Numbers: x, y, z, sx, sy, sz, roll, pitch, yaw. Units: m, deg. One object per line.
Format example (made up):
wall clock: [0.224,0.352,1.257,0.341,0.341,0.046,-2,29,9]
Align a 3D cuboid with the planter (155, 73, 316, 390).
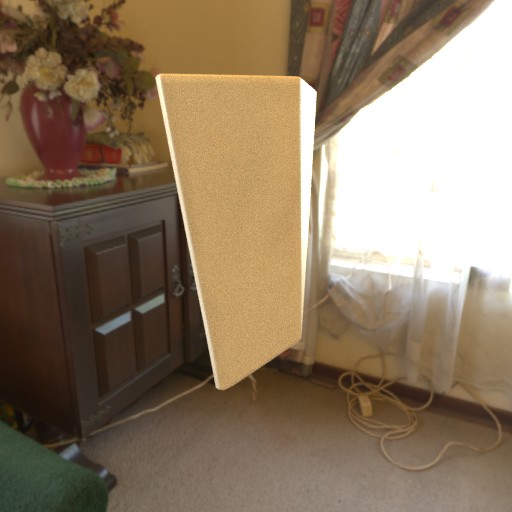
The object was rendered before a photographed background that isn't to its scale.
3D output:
planter: [0.000,0.000,0.275,0.060,0.197,0.150,3,17,11]
